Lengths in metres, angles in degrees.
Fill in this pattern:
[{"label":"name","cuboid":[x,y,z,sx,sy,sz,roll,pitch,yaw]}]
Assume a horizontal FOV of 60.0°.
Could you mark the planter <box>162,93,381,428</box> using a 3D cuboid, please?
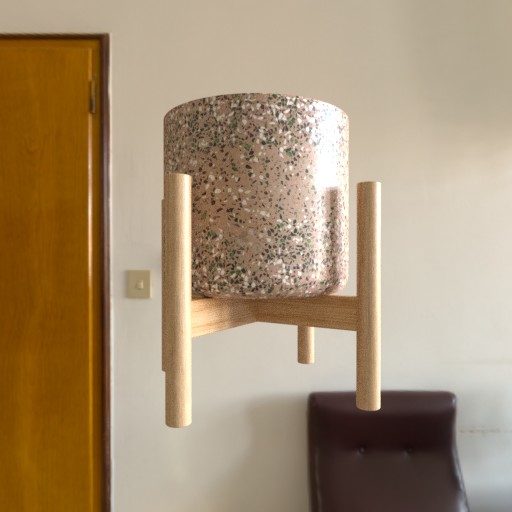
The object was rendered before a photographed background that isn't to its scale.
[{"label":"planter","cuboid":[0.000,0.000,0.545,0.284,0.320,0.284,0,0,-35]}]
